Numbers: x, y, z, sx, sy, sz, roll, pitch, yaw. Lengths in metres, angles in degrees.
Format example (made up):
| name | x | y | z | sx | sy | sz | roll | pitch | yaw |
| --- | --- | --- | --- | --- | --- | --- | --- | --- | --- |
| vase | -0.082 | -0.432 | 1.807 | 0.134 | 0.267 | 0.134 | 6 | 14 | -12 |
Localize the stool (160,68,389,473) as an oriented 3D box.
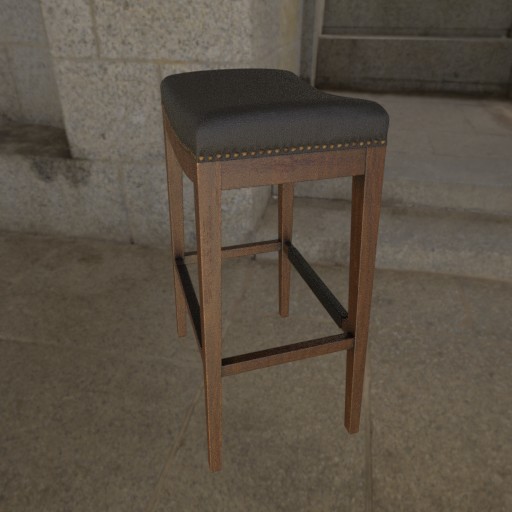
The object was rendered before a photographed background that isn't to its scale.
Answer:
| name | x | y | z | sx | sy | sz | roll | pitch | yaw |
| --- | --- | --- | --- | --- | --- | --- | --- | --- | --- |
| stool | 0.000 | 0.000 | 1.035 | 0.361 | 0.765 | 0.500 | -9 | 31 | -15 |
